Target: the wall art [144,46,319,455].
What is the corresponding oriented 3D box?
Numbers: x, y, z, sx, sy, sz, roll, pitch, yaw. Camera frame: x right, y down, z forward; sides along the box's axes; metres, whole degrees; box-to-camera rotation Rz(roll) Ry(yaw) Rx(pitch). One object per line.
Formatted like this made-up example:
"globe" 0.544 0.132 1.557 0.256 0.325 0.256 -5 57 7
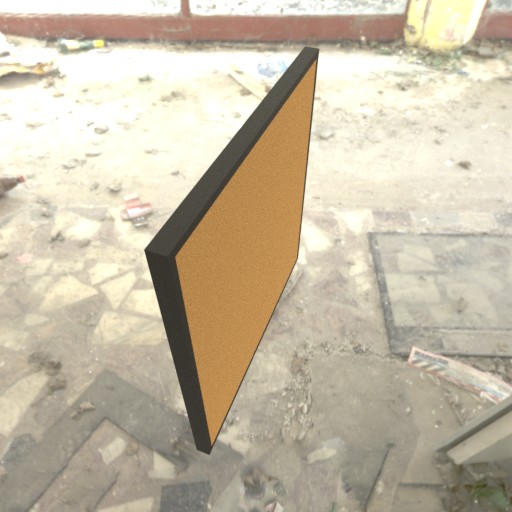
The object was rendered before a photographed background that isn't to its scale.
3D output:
"wall art" 0.000 0.000 1.139 0.038 0.763 0.763 16 49 15
